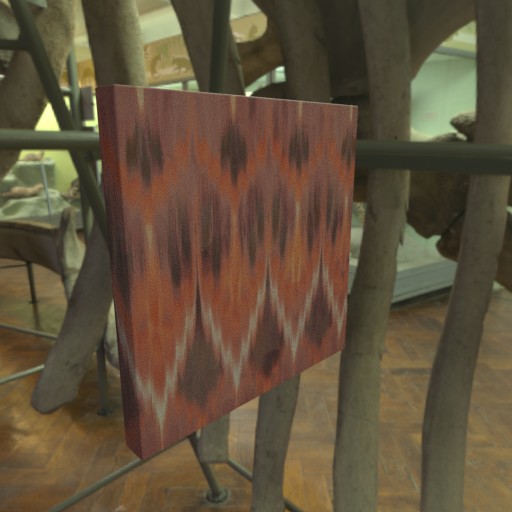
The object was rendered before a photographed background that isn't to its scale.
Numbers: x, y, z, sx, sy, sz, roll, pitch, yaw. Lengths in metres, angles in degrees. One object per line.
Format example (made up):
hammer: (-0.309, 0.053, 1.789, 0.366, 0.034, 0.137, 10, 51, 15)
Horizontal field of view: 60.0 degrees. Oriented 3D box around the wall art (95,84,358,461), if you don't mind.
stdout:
wall art: (0.000, 0.000, 0.606, 0.403, 0.406, 0.038, -14, 20, -43)
